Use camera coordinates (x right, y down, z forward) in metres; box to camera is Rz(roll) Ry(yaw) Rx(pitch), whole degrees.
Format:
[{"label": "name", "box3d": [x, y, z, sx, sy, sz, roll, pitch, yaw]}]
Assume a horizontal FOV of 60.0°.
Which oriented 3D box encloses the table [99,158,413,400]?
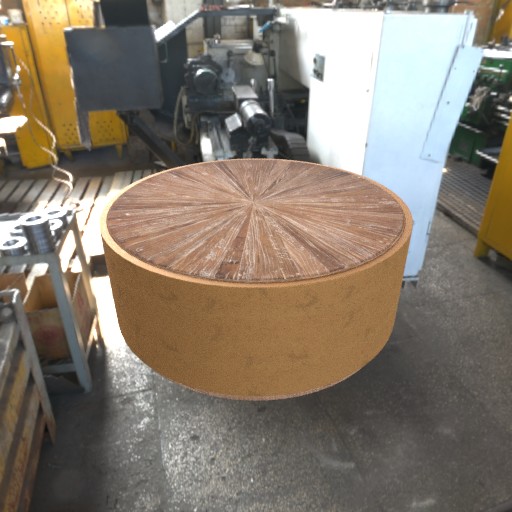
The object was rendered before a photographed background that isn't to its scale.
[{"label": "table", "box3d": [0.000, 0.000, 1.576, 1.001, 0.409, 1.001, 0, 30, 0]}]
